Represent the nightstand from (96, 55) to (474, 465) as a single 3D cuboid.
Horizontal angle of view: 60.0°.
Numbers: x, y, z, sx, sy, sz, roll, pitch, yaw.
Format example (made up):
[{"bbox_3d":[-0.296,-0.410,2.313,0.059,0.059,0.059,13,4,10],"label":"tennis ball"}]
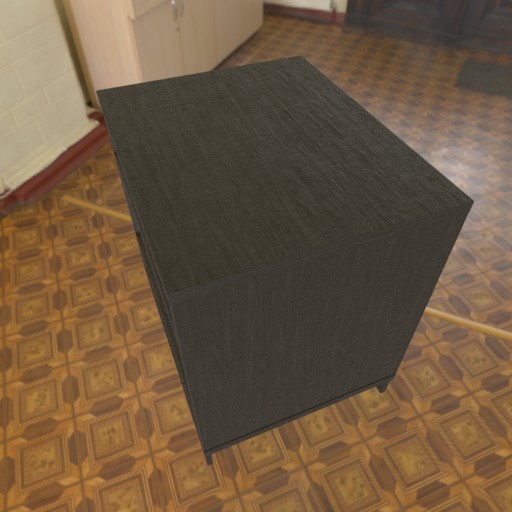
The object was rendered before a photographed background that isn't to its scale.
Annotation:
[{"bbox_3d":[0.000,0.000,0.739,0.347,0.448,0.427,-16,48,-15],"label":"nightstand"}]
